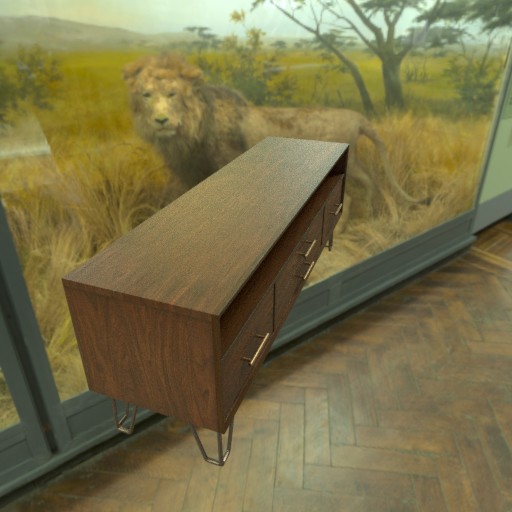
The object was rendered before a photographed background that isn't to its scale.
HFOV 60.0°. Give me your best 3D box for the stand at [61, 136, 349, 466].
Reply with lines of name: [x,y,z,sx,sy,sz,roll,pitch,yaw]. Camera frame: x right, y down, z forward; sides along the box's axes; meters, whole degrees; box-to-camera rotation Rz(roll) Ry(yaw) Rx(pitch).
stand: [0.000,0.000,1.905,0.481,0.610,1.626,11,31,18]
